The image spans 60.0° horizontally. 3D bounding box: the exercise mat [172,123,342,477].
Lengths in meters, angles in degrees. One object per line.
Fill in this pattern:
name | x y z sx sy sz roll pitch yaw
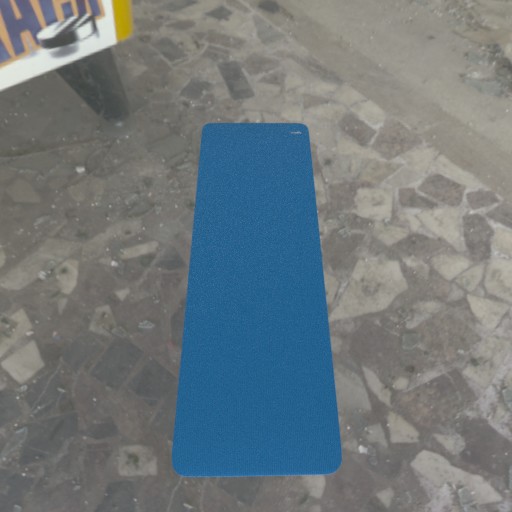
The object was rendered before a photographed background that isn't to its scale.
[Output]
exercise mat | 0.000 0.000 2.083 0.616 0.021 1.869 0 57 0
